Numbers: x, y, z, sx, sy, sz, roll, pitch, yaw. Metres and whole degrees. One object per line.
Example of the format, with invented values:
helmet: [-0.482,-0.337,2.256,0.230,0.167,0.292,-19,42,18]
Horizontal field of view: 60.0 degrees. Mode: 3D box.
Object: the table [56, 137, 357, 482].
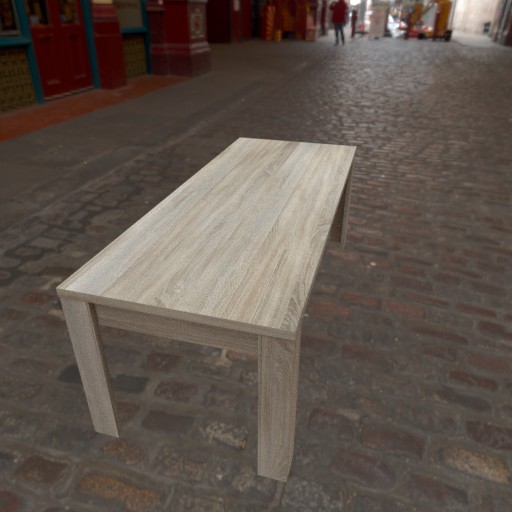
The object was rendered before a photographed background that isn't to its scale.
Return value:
table: [0.000,0.000,2.640,0.900,0.790,2.200,8,31,14]
